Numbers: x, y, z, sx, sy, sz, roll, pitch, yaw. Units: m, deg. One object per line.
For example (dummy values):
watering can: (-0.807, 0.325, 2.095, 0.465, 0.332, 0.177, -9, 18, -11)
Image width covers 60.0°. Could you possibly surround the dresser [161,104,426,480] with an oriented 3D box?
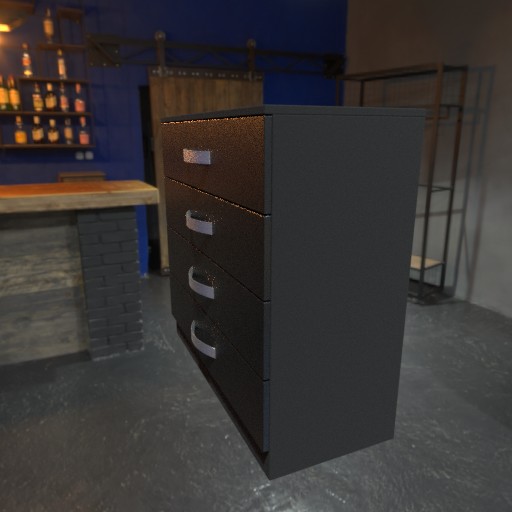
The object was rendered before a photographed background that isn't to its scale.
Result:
dresser: (0.000, 0.000, 1.181, 0.360, 0.720, 0.750, -7, 17, -23)
